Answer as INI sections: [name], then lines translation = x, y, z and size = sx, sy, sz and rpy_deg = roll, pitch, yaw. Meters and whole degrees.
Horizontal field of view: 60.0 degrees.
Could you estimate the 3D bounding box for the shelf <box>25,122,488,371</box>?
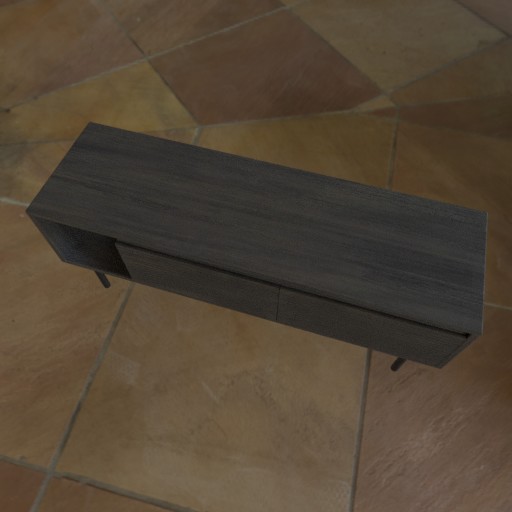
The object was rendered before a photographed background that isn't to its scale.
[shelf]
translation = 0.000, 0.000, 1.509
size = 1.300, 0.495, 0.400
rpy_deg = 15, 60, 9
